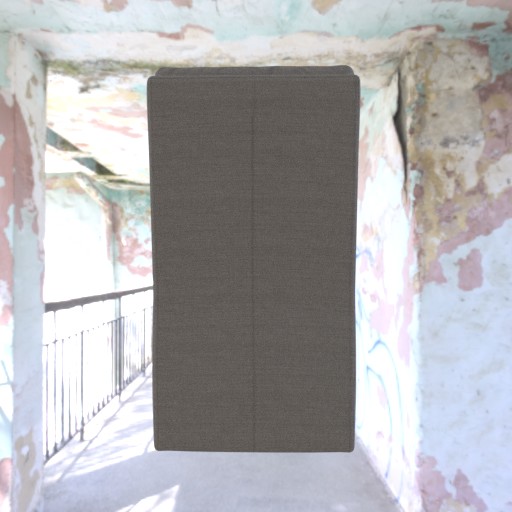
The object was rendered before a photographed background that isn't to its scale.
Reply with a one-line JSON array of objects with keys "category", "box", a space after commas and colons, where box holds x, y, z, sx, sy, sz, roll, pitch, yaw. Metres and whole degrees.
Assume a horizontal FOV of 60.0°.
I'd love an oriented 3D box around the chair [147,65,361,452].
[{"category": "chair", "box": [0.000, 0.000, 1.310, 0.503, 0.927, 0.698, 0, -1, 1]}]
